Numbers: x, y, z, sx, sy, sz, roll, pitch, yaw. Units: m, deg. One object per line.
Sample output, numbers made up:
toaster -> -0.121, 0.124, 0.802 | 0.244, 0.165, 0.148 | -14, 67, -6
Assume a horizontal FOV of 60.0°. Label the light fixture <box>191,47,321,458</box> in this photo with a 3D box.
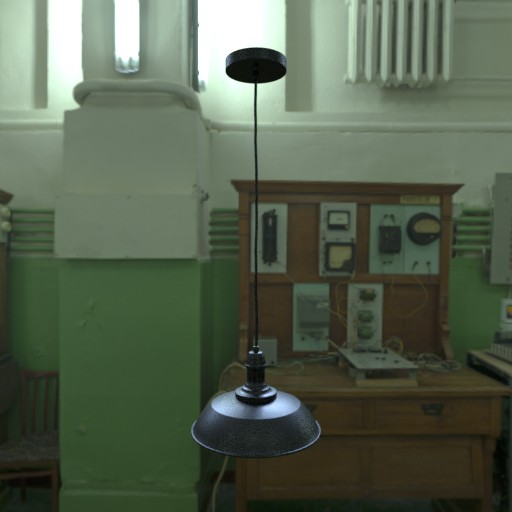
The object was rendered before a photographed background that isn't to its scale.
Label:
light fixture -> 0.000, 0.000, 1.135 | 0.331, 0.993, 0.331 | 0, 1, 0
